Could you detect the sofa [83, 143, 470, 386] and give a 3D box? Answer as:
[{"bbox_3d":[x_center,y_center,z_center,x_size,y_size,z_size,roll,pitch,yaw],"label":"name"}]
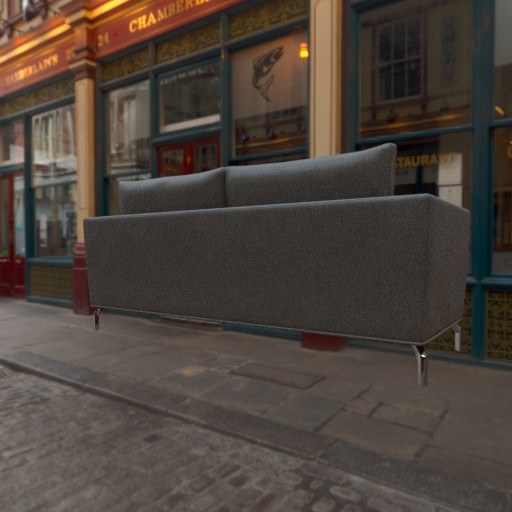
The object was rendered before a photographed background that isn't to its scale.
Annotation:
[{"bbox_3d":[0.000,0.000,2.651,2.212,1.002,0.869,1,1,35],"label":"sofa"}]
